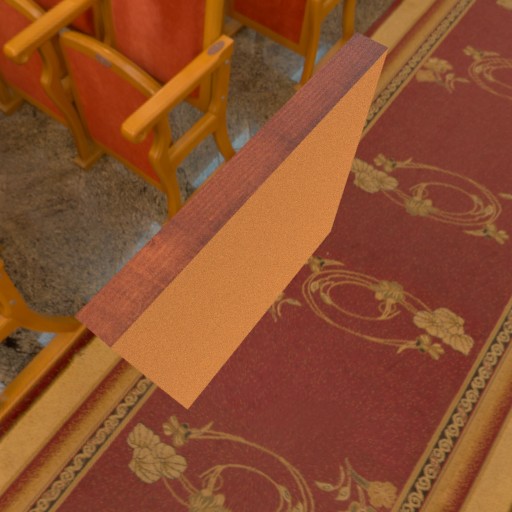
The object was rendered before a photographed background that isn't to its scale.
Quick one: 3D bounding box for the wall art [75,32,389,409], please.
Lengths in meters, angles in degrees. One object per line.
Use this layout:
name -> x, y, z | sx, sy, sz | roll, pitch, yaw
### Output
wall art -> 0.000, 0.000, 0.560 | 0.038, 0.385, 0.386 | 35, 69, 15
